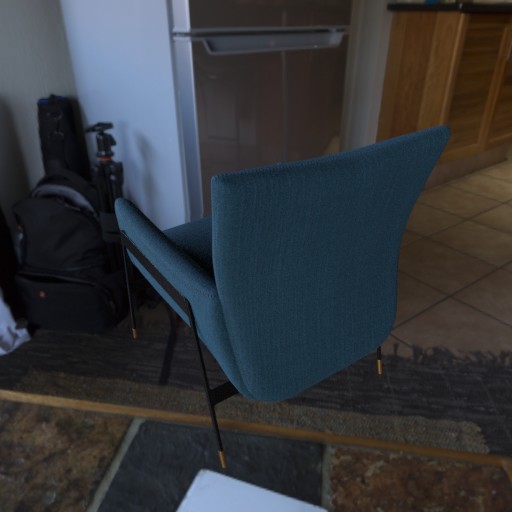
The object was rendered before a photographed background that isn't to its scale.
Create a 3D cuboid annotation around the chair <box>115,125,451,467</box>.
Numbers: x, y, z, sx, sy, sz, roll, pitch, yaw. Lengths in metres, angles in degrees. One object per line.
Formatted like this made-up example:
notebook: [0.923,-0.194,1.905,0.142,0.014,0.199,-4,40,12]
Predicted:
chair: [0.000,0.000,1.391,0.678,0.859,0.769,-19,35,-29]
